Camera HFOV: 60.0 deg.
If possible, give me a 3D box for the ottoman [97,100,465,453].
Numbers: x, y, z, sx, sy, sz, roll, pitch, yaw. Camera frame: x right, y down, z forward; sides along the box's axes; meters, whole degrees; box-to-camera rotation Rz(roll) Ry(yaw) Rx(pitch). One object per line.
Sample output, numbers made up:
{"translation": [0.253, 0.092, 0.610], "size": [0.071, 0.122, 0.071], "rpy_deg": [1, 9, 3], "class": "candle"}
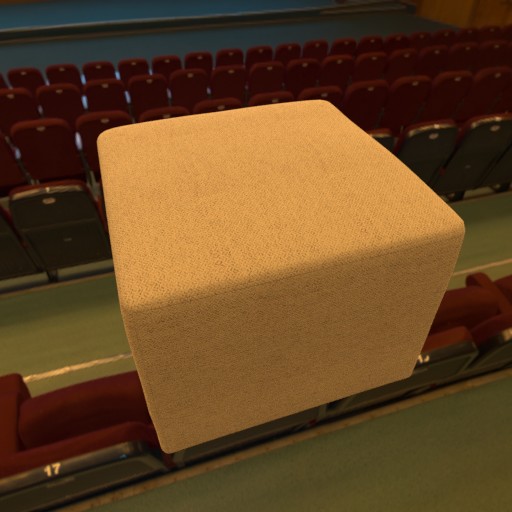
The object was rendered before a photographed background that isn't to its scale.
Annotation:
{"translation": [0.000, 0.000, 0.896], "size": [0.521, 0.453, 0.512], "rpy_deg": [-13, 43, -14], "class": "ottoman"}
